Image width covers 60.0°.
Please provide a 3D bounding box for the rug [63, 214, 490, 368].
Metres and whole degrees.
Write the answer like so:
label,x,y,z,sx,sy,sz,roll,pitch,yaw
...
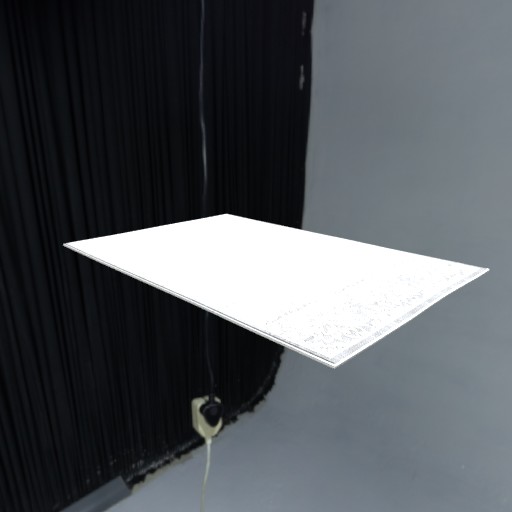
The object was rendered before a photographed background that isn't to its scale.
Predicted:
label,x,y,z,sx,sy,sz,roll,pitch,yaw
rug,0.000,0.000,3.375,1.819,0.018,2.746,-16,23,-43
